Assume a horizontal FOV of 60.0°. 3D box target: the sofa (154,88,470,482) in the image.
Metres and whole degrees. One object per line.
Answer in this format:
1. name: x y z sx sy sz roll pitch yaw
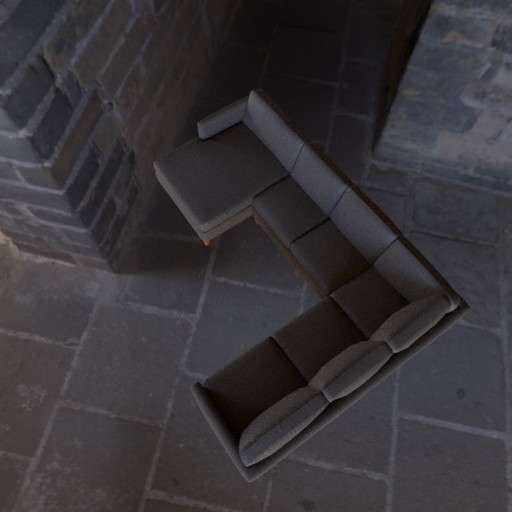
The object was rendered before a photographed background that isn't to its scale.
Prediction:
1. sofa: 0.000 0.000 4.680 2.594 0.961 3.460 -32 68 -14
